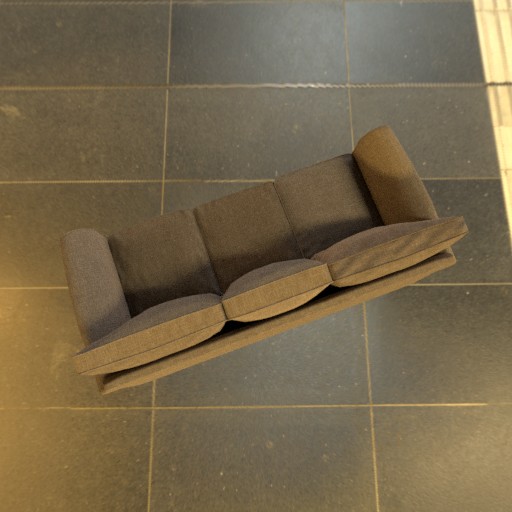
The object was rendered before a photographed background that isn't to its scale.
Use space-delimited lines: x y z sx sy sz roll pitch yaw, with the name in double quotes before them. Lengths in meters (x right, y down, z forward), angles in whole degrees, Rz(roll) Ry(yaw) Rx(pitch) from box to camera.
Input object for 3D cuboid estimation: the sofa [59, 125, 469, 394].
"sofa" 0.000 0.000 2.635 2.084 0.961 0.916 -20 77 -5
